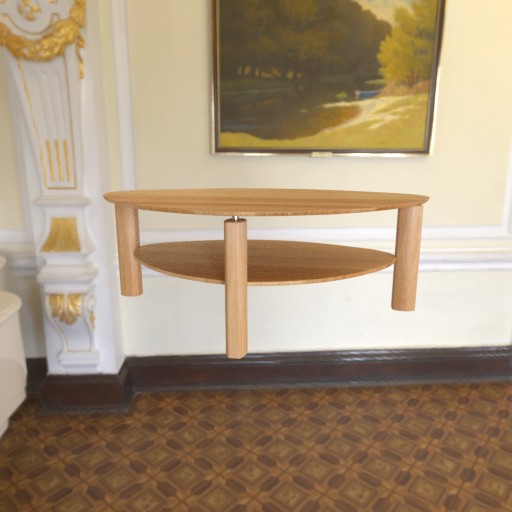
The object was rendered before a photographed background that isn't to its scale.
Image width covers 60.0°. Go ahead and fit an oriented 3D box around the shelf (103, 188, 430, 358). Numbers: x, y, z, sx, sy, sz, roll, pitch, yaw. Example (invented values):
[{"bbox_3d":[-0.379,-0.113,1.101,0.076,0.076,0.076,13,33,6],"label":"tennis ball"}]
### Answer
[{"bbox_3d":[0.000,0.000,1.658,1.246,0.440,0.845,2,13,9],"label":"shelf"}]
